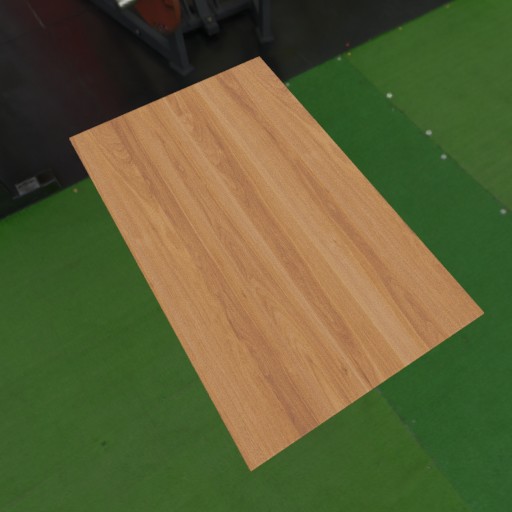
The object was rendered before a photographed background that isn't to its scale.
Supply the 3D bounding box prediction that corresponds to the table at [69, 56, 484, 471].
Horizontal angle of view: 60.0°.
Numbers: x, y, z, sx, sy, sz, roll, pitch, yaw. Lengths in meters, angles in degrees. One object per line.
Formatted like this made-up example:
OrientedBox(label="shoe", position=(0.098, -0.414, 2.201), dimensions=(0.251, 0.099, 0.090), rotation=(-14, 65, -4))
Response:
OrientedBox(label="table", position=(0.000, 0.000, 1.490), dimensions=(0.700, 0.510, 1.100), rotation=(-29, 67, -13))
